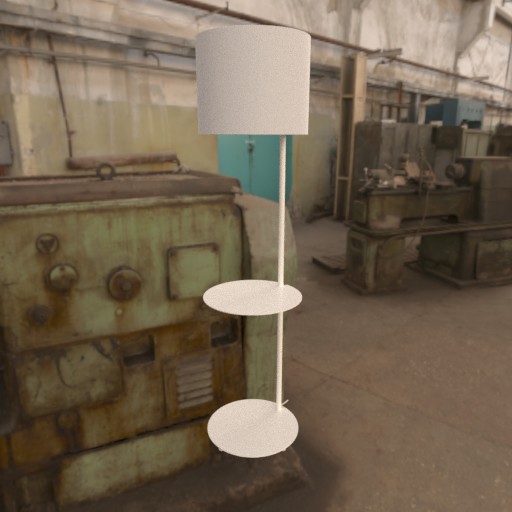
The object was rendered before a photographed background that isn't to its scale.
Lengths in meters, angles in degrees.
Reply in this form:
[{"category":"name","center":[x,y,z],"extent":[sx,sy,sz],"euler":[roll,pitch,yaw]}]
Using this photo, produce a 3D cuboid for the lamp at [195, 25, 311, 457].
[{"category":"lamp","center":[0.000,0.000,1.638],"extent":[0.405,1.465,0.372],"euler":[-15,21,-43]}]
